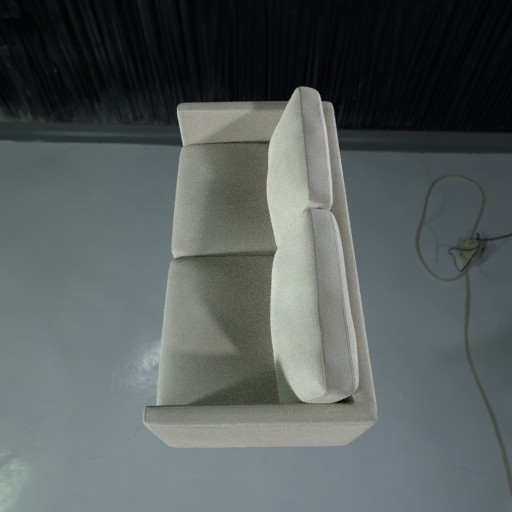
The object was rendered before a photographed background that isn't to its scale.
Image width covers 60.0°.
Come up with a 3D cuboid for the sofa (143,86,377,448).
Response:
[{"bbox_3d":[0.000,0.000,2.398,0.950,0.940,1.846,-1,60,0],"label":"sofa"}]
